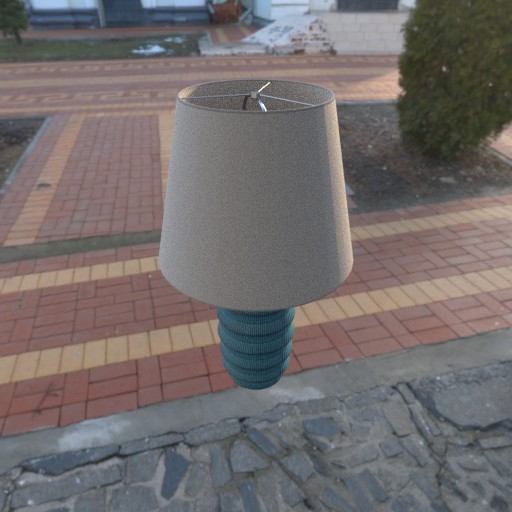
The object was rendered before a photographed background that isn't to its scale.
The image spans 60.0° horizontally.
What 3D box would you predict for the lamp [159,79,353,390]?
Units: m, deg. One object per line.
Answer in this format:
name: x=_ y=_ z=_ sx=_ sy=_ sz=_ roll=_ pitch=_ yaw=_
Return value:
lamp: x=0.000 y=0.000 z=0.827 sx=0.355 sy=0.582 sz=0.355 roll=0 pitch=31 yaw=0
